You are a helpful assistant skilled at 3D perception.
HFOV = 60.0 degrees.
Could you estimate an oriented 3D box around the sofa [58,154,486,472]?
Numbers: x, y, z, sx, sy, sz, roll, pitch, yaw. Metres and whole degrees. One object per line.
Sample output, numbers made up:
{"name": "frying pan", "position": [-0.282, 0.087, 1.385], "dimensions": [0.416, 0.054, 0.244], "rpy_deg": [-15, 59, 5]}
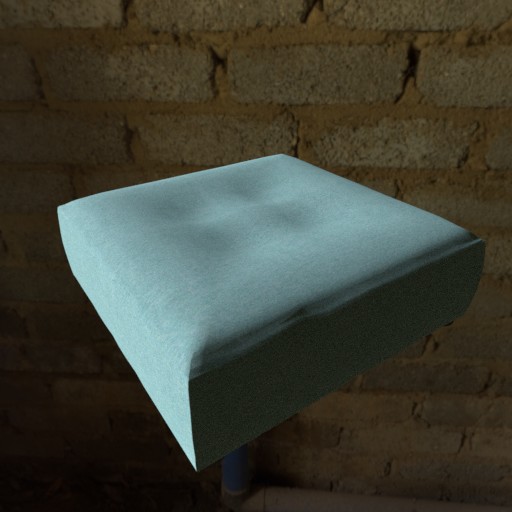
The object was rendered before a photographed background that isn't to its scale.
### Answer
{"name": "sofa", "position": [0.000, 0.000, 1.374], "dimensions": [0.930, 0.330, 0.930], "rpy_deg": [-19, 35, -29]}
